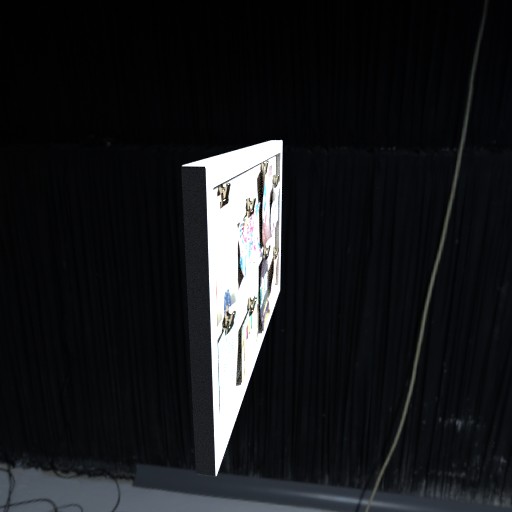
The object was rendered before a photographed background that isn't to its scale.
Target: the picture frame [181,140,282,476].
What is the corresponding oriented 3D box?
[{"bbox_3d":[0.000,0.000,0.799,0.044,0.379,0.647,3,17,10],"label":"picture frame"}]
